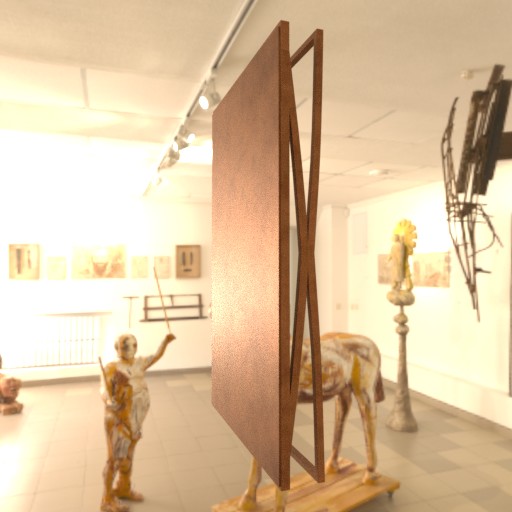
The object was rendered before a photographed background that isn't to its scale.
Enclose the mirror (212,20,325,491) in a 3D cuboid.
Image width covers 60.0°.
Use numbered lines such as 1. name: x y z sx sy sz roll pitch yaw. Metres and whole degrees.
1. mirror: 0.000 0.000 0.954 0.082 0.768 0.468 0 -1 -19
